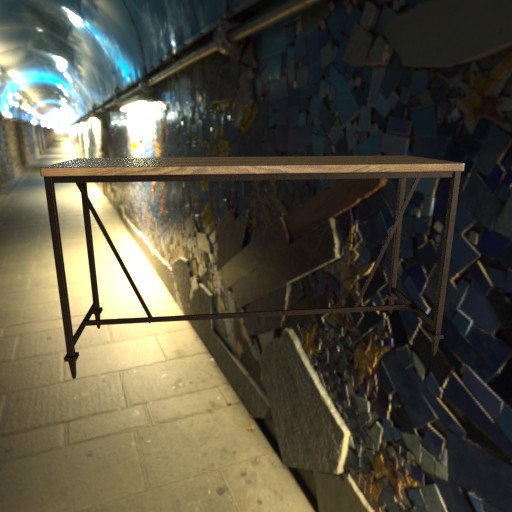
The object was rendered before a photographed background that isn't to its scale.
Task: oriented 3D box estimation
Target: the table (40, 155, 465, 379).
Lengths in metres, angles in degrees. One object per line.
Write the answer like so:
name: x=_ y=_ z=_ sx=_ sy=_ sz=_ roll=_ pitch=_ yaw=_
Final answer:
table: x=0.000 y=0.000 z=2.136 sx=1.700 sy=0.902 sz=0.551 roll=-2 pitch=16 yaw=-7
